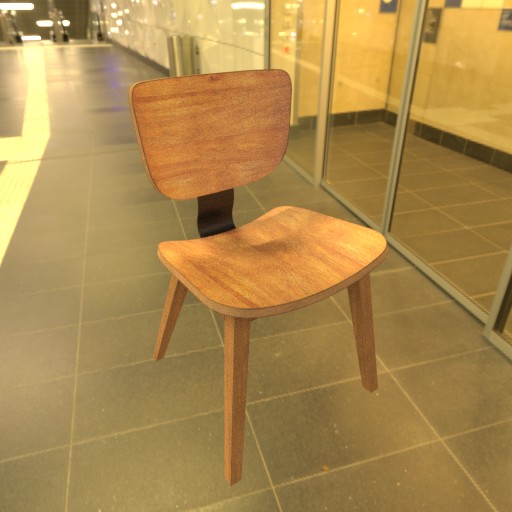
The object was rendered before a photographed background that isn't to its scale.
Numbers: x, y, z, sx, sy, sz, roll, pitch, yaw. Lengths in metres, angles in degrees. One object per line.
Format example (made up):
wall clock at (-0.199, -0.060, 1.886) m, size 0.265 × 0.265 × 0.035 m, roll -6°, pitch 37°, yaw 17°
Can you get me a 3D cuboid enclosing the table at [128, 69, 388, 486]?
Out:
table at (0.000, 0.000, 1.100) m, size 0.499 × 0.805 × 0.500 m, roll -20°, pitch 35°, yaw -31°
